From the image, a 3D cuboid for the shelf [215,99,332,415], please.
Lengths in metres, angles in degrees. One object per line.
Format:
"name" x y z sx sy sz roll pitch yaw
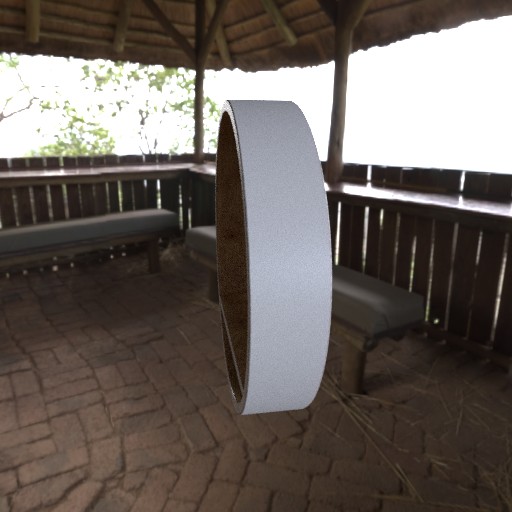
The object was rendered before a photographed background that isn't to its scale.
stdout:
"shelf" 0.000 0.000 1.210 0.158 0.807 0.806 -2 15 -9
